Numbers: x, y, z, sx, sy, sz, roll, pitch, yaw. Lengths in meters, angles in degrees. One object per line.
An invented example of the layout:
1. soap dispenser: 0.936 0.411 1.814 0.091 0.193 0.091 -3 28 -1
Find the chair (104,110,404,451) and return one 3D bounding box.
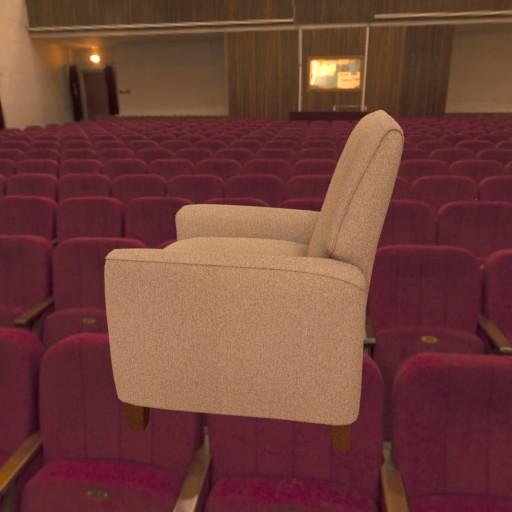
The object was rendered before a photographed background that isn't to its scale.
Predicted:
1. chair: 0.000 0.000 1.623 0.864 1.014 0.848 2 17 8
